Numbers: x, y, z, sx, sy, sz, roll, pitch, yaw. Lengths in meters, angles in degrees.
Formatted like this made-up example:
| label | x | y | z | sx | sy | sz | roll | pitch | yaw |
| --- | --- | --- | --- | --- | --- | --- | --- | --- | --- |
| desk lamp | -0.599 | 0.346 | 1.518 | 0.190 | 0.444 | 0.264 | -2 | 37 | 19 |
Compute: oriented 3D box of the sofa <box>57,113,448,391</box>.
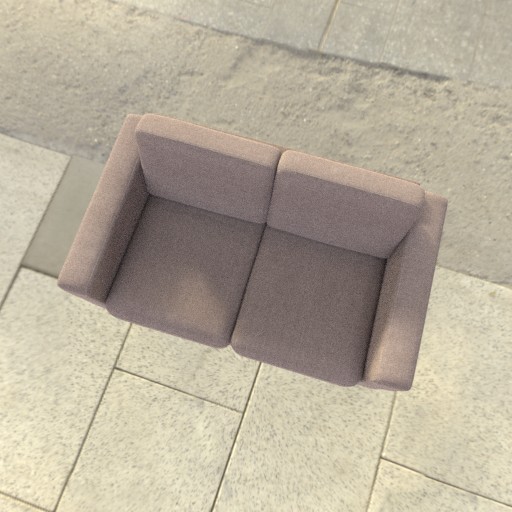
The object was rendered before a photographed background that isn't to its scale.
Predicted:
| label | x | y | z | sx | sy | sz | roll | pitch | yaw |
| --- | --- | --- | --- | --- | --- | --- | --- | --- | --- |
| sofa | 0.000 | 0.000 | 2.053 | 1.520 | 0.800 | 0.900 | 16 | 75 | 4 |
